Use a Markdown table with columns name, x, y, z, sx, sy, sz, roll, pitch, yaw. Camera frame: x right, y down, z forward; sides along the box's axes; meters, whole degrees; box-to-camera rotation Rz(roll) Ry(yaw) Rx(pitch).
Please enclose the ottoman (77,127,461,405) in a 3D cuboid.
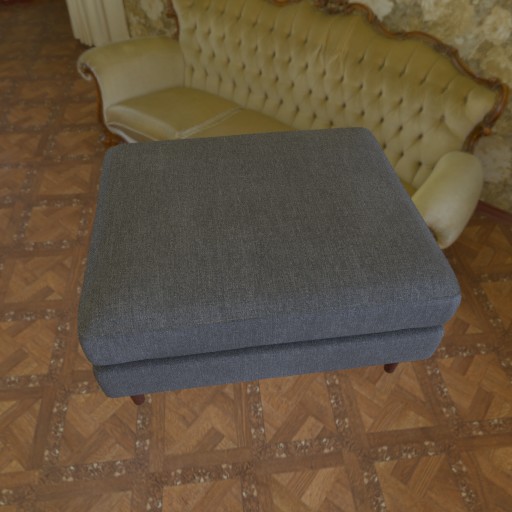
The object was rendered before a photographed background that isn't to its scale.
| name | x | y | z | sx | sy | sz | roll | pitch | yaw |
| --- | --- | --- | --- | --- | --- | --- | --- | --- | --- |
| ottoman | 0.000 | 0.000 | 1.257 | 0.821 | 0.474 | 0.693 | -6 | 47 | -5 |
